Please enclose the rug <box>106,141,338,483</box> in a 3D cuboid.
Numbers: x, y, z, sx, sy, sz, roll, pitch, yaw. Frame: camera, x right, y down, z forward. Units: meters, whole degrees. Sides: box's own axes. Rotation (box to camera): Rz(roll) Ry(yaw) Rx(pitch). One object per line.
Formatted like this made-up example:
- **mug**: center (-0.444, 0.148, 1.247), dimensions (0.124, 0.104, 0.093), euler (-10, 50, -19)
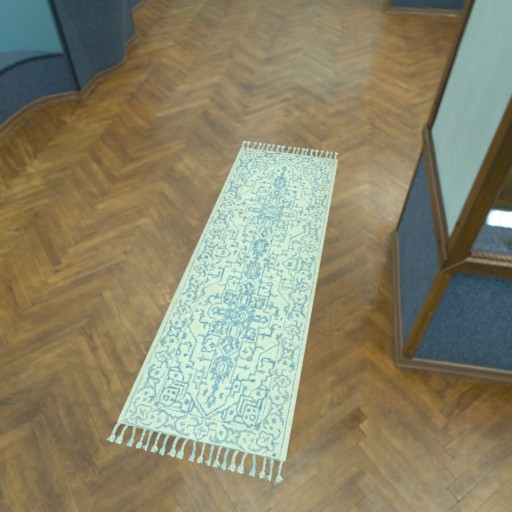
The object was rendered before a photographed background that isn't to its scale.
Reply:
- **rug**: center (0.000, 0.000, 2.679), dimensions (0.774, 0.011, 2.449), euler (9, 47, 9)
